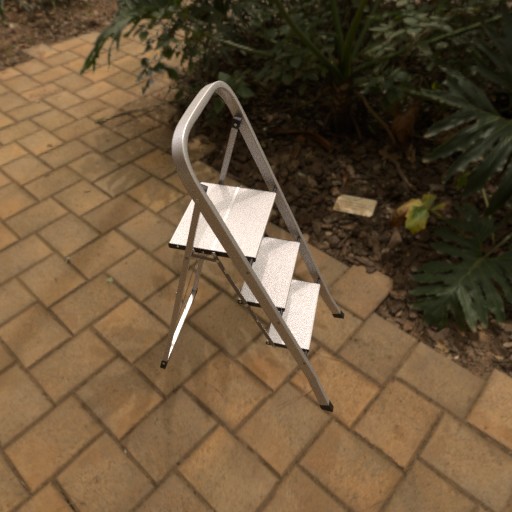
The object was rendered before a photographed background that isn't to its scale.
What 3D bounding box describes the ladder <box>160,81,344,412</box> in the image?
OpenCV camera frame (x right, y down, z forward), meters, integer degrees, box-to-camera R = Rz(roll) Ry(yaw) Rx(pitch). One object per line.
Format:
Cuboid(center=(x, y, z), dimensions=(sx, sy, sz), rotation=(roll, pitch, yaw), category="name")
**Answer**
Cuboid(center=(0.000, 0.000, 1.494), dimensions=(0.704, 1.070, 0.465), rotation=(10, 47, 9), category="ladder")
